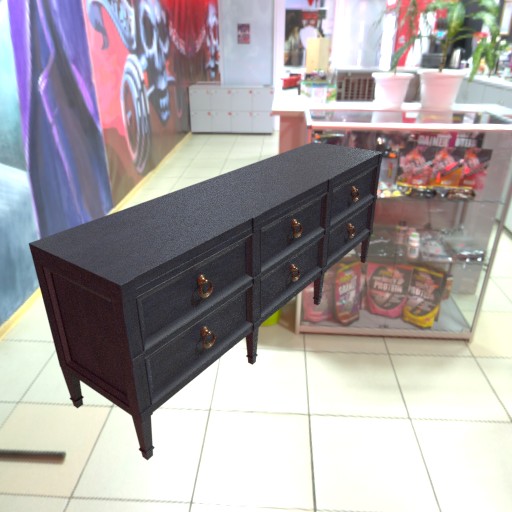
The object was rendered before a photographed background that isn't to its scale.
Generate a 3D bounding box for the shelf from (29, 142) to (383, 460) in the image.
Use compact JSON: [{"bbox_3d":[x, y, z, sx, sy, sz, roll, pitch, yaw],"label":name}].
[{"bbox_3d":[0.000,0.000,2.163,0.471,0.715,1.878,18,32,32],"label":"shelf"}]
